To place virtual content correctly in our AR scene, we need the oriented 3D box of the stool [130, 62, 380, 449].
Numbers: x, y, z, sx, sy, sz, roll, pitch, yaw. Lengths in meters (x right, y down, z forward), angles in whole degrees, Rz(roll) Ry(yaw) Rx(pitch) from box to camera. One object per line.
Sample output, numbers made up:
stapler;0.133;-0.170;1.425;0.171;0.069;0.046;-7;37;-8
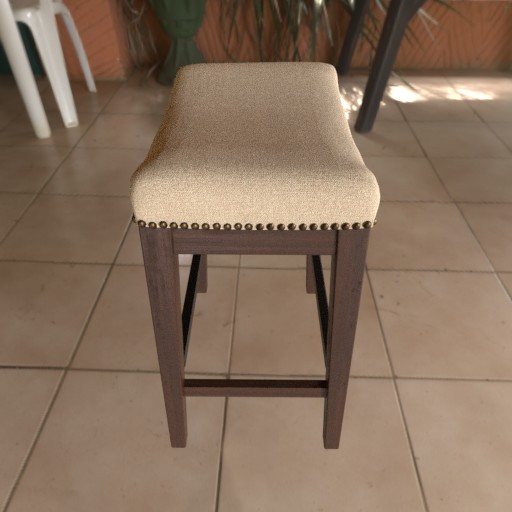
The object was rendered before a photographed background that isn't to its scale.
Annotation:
stool;0.000;0.000;0.943;0.363;0.669;0.509;0;40;0
